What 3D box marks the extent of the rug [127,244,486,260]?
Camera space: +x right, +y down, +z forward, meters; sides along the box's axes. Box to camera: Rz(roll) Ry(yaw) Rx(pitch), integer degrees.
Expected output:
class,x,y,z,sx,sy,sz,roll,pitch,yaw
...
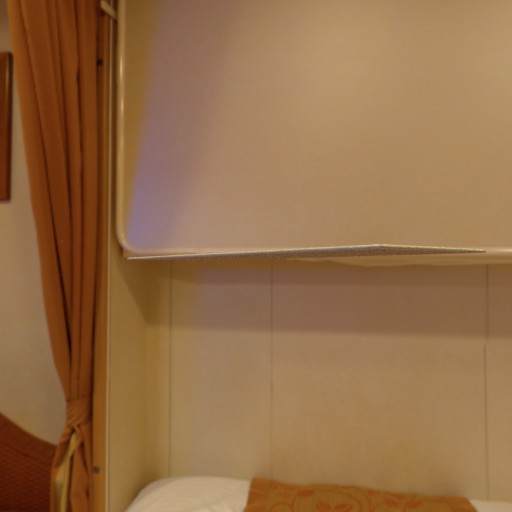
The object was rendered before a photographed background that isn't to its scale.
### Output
class,x,y,z,sx,sy,sz,roll,pitch,yaw
rug,0.000,0.000,2.534,0.678,0.014,2.276,1,-2,-36
